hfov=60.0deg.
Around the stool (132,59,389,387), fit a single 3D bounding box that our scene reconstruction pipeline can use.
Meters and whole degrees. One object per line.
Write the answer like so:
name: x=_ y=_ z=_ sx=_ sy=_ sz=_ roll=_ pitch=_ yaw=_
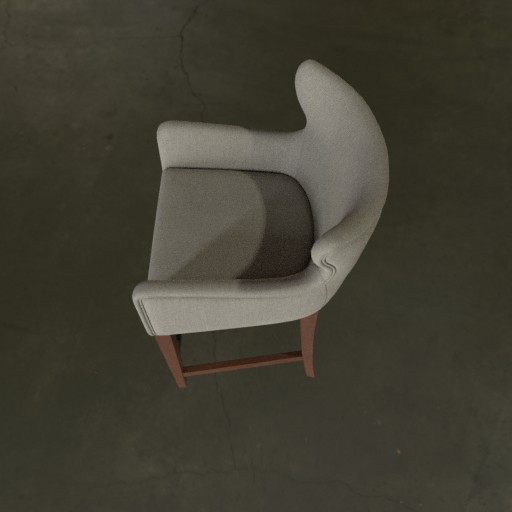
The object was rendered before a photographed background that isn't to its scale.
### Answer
stool: x=0.000 y=0.000 z=1.348 sx=0.575 sy=0.951 sz=0.575 roll=-1 pitch=58 yaw=0
